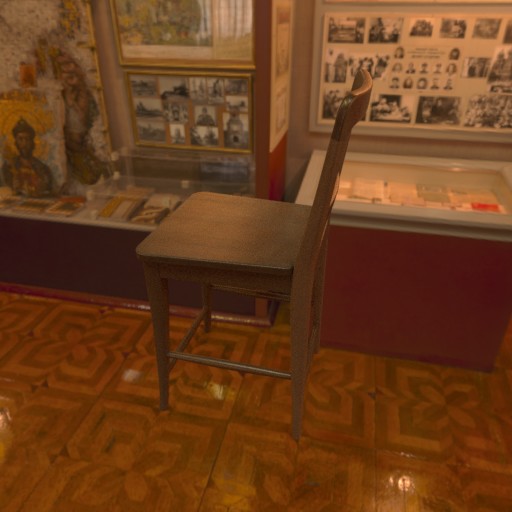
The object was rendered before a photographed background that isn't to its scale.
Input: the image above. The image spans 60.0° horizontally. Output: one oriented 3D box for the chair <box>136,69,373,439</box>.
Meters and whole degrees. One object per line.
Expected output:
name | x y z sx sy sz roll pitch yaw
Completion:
chair | 0.000 0.000 1.302 0.546 0.991 0.450 8 30 13
